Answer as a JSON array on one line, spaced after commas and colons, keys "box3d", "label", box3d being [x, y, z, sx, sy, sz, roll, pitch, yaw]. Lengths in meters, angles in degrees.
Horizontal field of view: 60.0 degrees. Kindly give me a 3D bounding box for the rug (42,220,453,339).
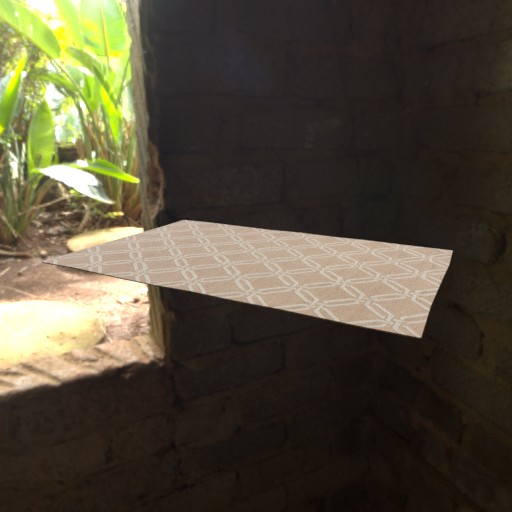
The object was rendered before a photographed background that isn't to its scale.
[{"box3d": [0.000, 0.000, 2.219, 1.745, 0.010, 1.146, 8, 18, 26], "label": "rug"}]
